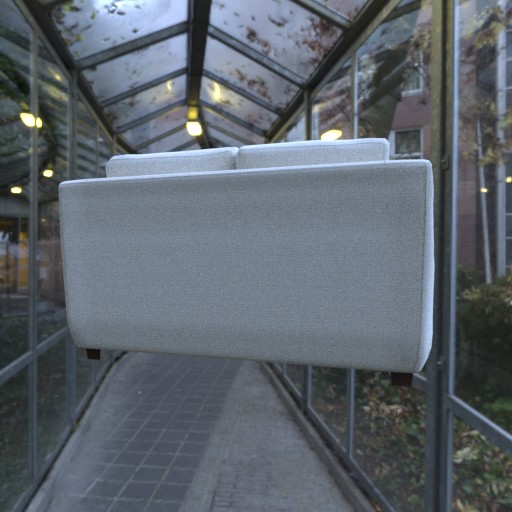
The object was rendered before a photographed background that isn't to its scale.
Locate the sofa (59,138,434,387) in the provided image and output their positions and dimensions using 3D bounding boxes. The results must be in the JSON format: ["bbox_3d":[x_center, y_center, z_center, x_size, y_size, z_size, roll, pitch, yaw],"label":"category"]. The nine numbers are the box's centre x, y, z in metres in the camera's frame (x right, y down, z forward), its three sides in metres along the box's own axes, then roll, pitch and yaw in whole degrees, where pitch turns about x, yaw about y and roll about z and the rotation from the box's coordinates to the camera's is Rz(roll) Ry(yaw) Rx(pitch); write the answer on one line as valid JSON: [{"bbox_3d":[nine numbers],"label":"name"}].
[{"bbox_3d":[0.000,0.000,2.373,1.744,1.047,1.040,0,0,18],"label":"sofa"}]
